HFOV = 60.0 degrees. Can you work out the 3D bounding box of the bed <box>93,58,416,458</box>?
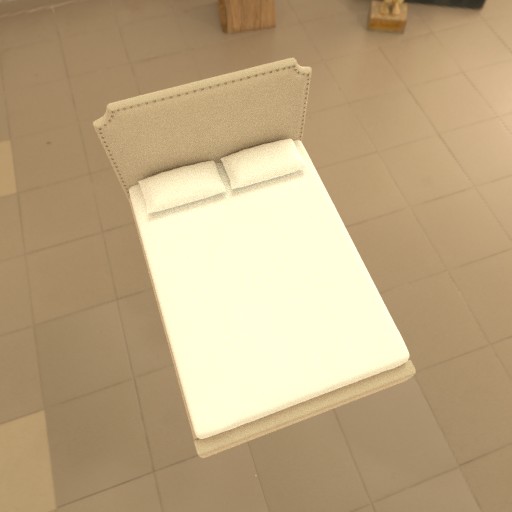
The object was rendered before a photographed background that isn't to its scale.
[{"bbox_3d":[0.000,0.000,3.397,1.713,1.443,2.372,-18,65,-9],"label":"bed"}]
